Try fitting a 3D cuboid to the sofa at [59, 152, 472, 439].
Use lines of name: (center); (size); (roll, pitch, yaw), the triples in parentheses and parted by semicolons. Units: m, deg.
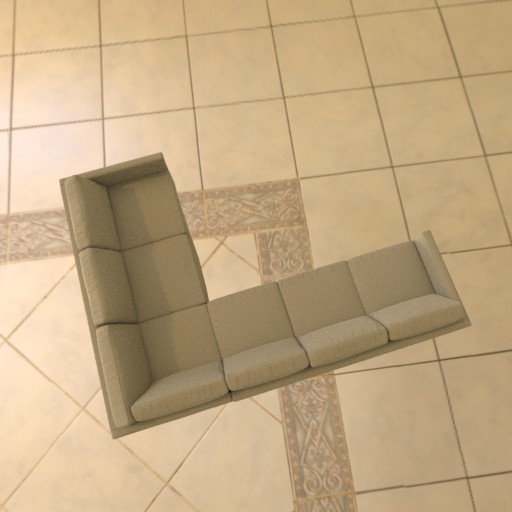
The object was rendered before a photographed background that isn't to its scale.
sofa: (0.000, 0.000, 4.250); (3.182, 0.871, 2.432); (-16, 75, -5)
